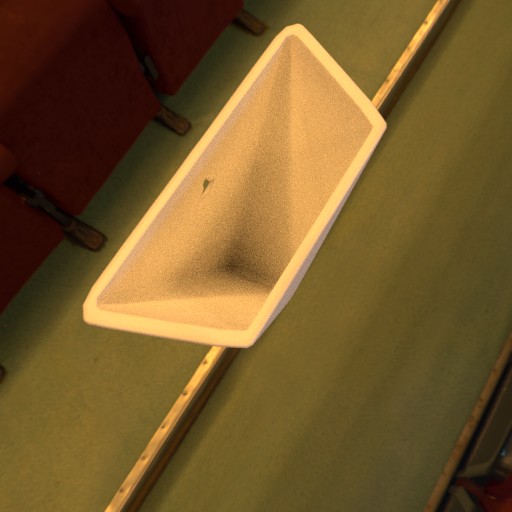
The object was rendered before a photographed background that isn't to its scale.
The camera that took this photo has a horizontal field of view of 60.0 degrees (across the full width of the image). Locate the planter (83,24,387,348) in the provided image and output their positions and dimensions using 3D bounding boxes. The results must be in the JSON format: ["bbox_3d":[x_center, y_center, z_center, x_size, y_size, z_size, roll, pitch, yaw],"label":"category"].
[{"bbox_3d":[0.000,0.000,0.264,0.060,0.197,0.150,31,77,8],"label":"planter"}]
